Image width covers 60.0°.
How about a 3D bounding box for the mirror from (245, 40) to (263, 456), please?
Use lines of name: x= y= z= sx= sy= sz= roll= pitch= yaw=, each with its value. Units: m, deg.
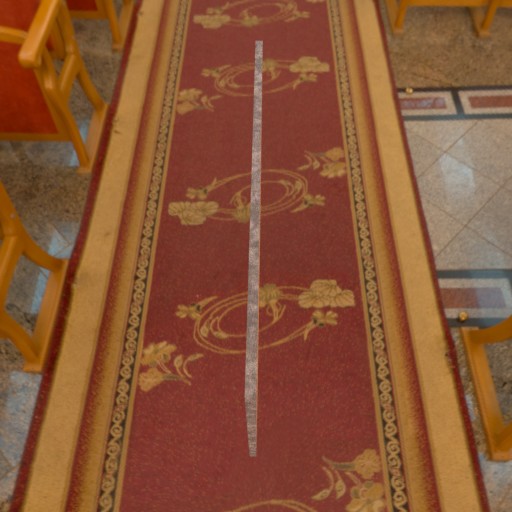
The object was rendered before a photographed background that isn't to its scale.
mirror: x=0.000 y=0.000 z=1.446 sx=0.022 sy=0.795 sz=1.101 roll=1 pitch=59 yaw=1
